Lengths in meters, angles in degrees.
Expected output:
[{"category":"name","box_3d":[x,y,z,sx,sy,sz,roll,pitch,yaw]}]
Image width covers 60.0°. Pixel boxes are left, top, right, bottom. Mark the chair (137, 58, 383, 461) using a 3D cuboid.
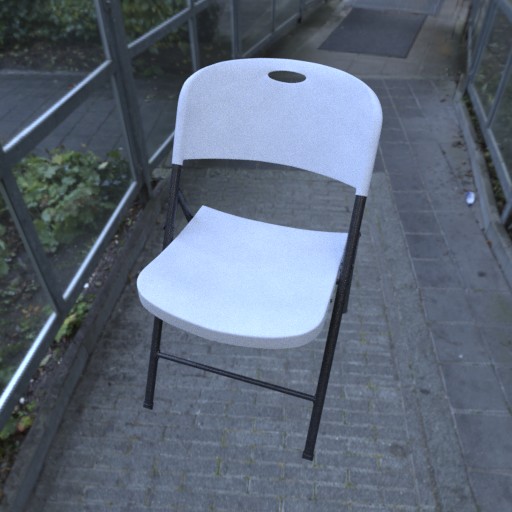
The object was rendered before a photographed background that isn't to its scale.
[{"category":"chair","box_3d":[0.000,0.000,1.137,0.494,0.810,0.566,12,42,14]}]
